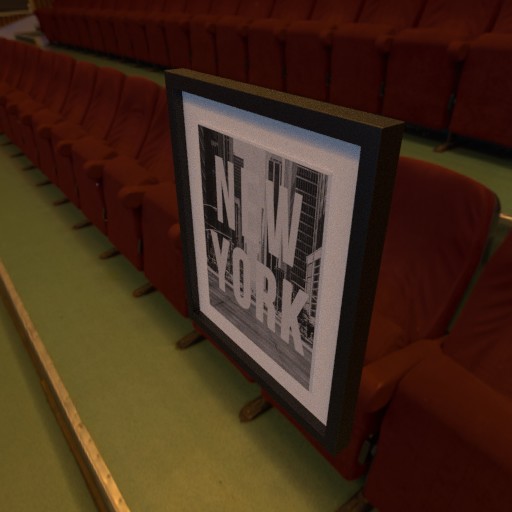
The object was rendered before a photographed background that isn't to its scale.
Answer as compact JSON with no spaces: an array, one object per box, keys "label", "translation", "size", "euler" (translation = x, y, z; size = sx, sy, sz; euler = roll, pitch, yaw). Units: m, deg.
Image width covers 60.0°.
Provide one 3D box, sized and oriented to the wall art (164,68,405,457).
[{"label":"wall art","translation":[0.000,0.000,0.533],"size":[0.028,0.381,0.328],"euler":[-22,37,-32]}]
